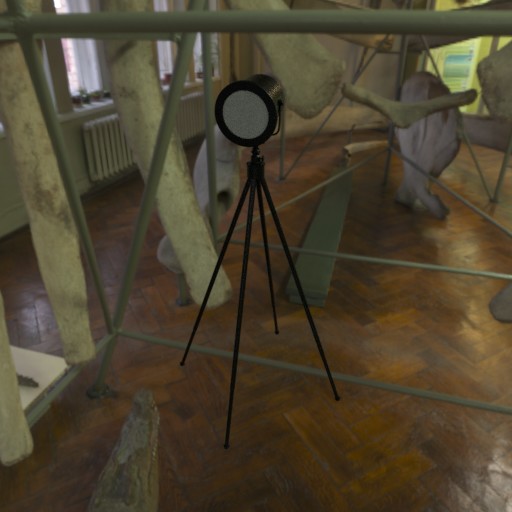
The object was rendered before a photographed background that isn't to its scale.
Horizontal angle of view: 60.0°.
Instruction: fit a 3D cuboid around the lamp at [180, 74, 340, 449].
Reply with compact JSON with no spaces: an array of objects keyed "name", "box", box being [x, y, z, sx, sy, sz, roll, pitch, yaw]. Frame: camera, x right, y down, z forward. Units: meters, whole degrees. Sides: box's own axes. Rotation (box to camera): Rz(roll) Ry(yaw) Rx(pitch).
[{"name":"lamp","box":[0.000,0.000,1.986,0.879,1.504,0.884,8,29,15]}]
